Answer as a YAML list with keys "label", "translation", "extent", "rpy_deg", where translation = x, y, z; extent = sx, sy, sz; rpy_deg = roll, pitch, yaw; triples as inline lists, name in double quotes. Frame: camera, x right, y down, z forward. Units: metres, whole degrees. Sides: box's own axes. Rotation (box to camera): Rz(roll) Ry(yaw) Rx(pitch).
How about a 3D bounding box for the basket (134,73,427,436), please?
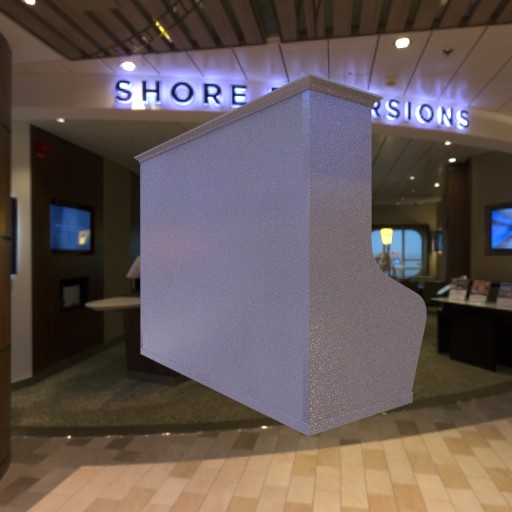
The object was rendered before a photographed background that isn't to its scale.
- label: "basket"
  translation: [0.000, 0.000, 1.139]
  extent: [0.350, 0.600, 0.780]
  rpy_deg: [0, 1, -36]
